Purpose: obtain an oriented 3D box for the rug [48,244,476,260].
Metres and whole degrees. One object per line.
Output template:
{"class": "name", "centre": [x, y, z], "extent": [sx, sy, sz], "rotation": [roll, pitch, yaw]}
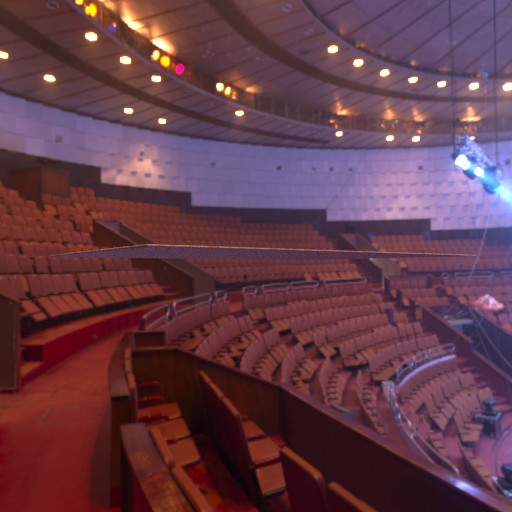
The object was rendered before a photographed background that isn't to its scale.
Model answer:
{"class": "rug", "centre": [0.000, 0.000, 4.010], "extent": [3.037, 0.011, 2.433], "rotation": [1, -2, -36]}
